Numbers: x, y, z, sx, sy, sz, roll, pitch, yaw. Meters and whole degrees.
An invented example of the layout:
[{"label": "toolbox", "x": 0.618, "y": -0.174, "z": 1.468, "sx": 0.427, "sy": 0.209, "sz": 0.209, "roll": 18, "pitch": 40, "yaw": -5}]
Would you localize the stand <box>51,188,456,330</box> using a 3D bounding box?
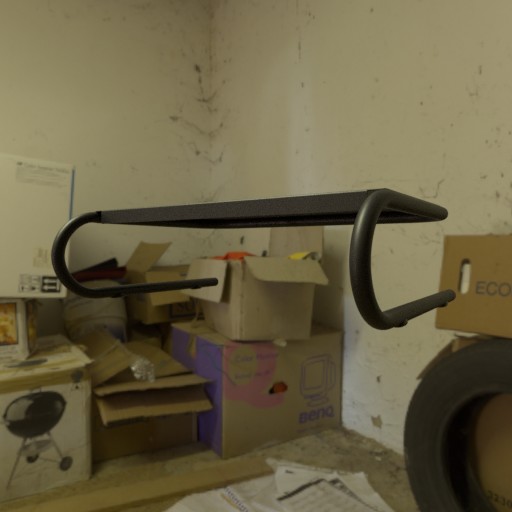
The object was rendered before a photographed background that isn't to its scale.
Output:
[{"label": "stand", "x": 0.000, "y": 0.000, "z": 0.503, "sx": 0.370, "sy": 0.108, "sz": 0.280, "roll": 1, "pitch": 1, "yaw": 35}]
